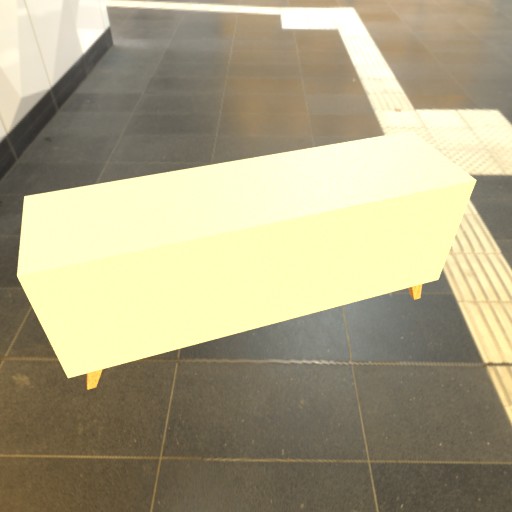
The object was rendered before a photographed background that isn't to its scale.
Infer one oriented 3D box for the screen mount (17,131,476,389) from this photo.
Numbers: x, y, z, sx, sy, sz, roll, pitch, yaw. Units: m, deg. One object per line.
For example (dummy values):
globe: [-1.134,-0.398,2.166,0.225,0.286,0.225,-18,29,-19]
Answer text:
screen mount: [0.000,0.000,1.715,1.490,0.619,0.400,-13,43,-14]
